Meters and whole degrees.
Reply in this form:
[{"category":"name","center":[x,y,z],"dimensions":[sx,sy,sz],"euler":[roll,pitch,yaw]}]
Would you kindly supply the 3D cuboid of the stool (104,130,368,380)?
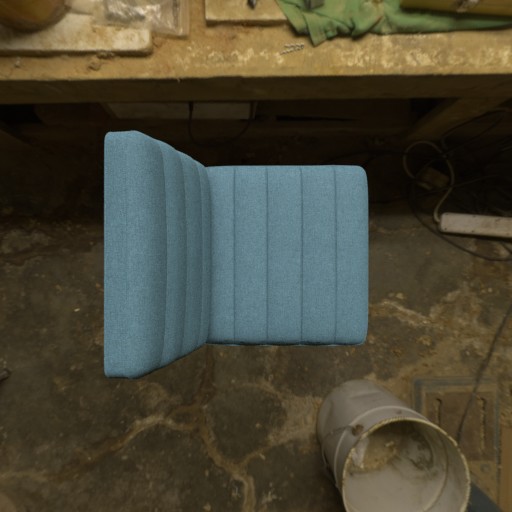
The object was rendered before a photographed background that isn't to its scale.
[{"category":"stool","center":[0.000,0.000,1.248],"dimensions":[0.560,0.940,0.460],"euler":[0,90,-1]}]
